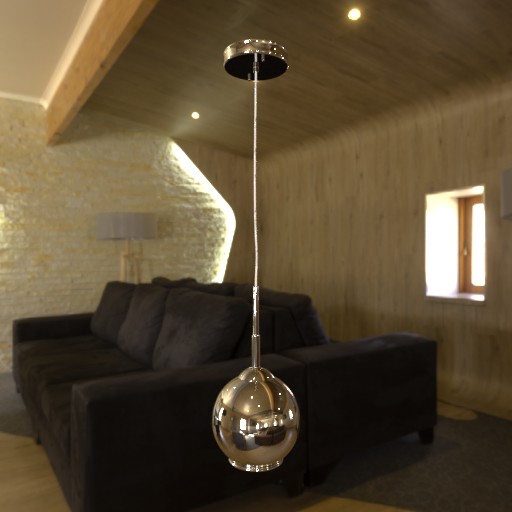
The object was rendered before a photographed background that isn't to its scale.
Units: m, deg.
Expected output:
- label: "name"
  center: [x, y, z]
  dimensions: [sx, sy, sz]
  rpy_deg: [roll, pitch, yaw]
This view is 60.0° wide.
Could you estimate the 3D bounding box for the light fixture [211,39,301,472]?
- label: "light fixture"
  center: [0.000, 0.000, 1.687]
  dimensions: [0.336, 1.538, 0.336]
  rpy_deg: [0, -1, -17]
